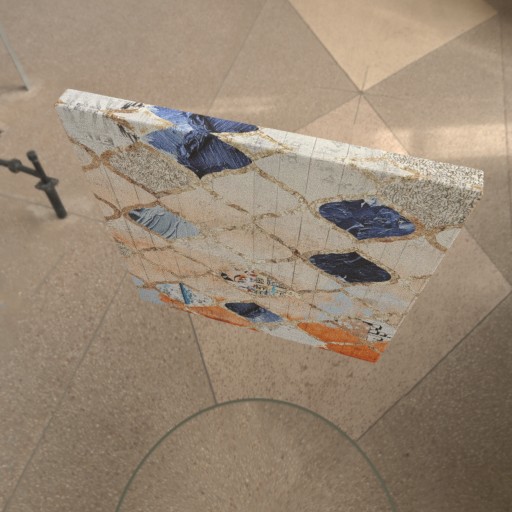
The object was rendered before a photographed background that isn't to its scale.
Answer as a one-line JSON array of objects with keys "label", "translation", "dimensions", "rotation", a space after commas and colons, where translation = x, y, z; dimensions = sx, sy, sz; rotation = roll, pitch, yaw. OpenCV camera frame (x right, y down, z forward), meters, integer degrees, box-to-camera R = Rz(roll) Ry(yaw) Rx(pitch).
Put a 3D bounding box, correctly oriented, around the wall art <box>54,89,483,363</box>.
[{"label": "wall art", "translation": [0.000, 0.000, 0.722], "dimensions": [0.507, 0.508, 0.038], "rotation": [14, 58, 9]}]
